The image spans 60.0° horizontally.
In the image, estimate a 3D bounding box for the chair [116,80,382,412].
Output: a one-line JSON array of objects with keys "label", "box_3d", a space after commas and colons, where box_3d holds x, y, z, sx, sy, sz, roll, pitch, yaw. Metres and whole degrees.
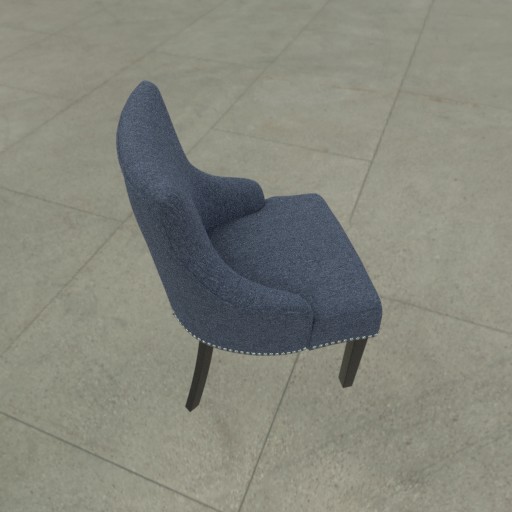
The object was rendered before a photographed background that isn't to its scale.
[{"label": "chair", "box_3d": [0.000, 0.000, 1.323, 0.629, 0.909, 0.566, -10, 46, -10]}]
